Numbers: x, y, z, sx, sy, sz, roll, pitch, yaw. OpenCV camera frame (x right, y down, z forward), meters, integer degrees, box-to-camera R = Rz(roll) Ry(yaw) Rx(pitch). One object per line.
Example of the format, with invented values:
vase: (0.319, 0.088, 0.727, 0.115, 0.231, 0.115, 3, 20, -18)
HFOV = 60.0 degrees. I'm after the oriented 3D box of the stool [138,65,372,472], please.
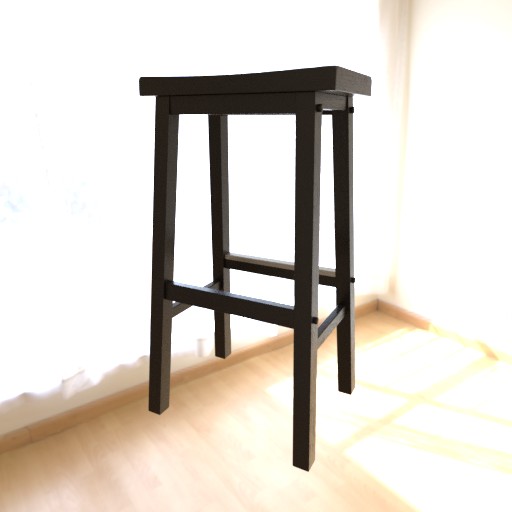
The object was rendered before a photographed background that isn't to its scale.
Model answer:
stool: (0.000, 0.000, 0.985, 0.406, 0.742, 0.322, 9, 19, 27)
